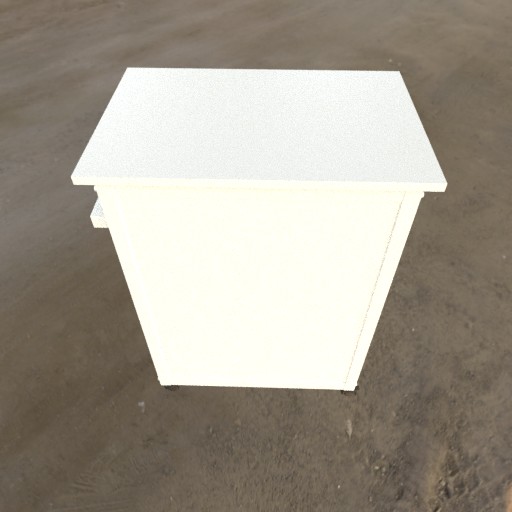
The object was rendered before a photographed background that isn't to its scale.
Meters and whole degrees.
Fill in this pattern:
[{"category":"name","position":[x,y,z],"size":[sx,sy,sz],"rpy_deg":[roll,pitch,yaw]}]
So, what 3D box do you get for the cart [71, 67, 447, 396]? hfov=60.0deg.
[{"category":"cart","position":[0.000,0.000,1.248],"size":[0.683,0.864,0.442],"rpy_deg":[1,47,1]}]
